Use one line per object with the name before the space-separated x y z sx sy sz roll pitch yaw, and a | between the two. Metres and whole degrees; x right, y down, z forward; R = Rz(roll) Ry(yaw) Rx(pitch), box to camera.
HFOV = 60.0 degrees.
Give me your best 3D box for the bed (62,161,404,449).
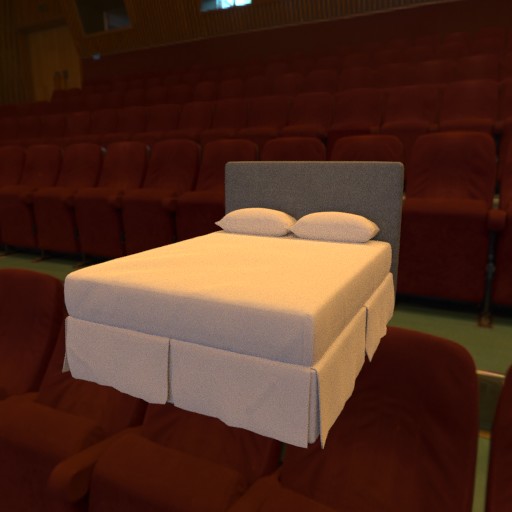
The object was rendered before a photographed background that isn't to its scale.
bed | 0.000 0.000 3.186 1.713 1.330 2.142 6 13 26
